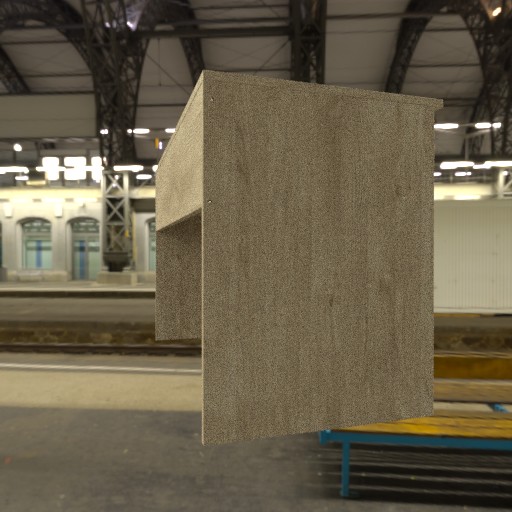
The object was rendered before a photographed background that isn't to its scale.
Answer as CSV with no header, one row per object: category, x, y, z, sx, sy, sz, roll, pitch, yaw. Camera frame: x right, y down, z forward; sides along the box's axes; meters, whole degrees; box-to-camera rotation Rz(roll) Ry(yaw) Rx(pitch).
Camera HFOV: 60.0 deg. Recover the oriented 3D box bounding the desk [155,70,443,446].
desk,0.000,0.000,1.467,0.560,0.730,1.100,0,1,-17
